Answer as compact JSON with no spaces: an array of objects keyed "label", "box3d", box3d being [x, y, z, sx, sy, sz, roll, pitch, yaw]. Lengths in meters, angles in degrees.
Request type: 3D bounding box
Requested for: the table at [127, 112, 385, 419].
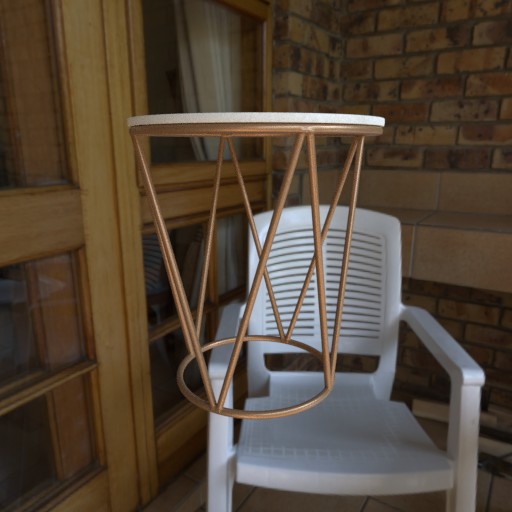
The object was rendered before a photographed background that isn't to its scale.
[{"label":"table","box3d":[0.000,0.000,0.963,0.500,0.564,0.500,0,14,0]}]
